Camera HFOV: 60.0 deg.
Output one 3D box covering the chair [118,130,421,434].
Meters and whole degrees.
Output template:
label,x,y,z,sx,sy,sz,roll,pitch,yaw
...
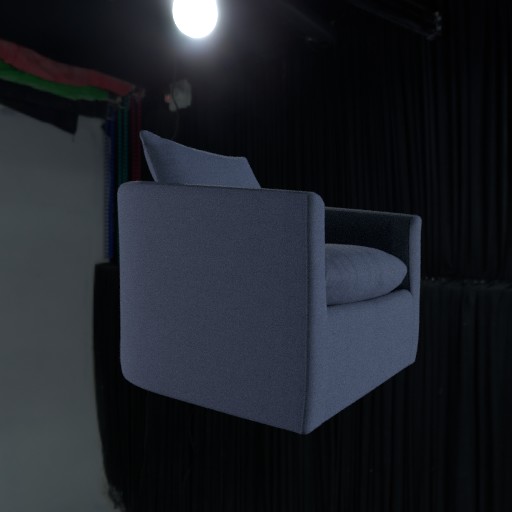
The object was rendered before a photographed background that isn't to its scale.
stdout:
label,x,y,z,sx,sy,sz,roll,pitch,yaw
chair,0.000,0.000,1.561,0.910,0.848,0.845,0,1,36
